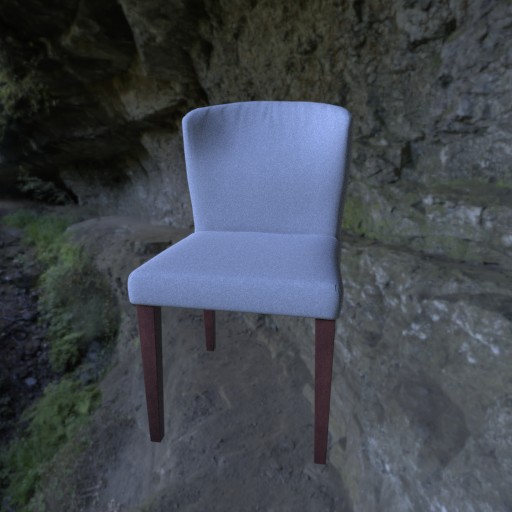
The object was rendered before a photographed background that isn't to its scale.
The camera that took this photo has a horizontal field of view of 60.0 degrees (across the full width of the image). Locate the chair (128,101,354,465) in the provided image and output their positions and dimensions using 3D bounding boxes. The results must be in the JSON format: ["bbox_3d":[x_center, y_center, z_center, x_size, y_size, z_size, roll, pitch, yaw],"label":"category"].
[{"bbox_3d":[0.000,0.000,1.213,0.491,0.839,0.592,3,16,10],"label":"chair"}]
